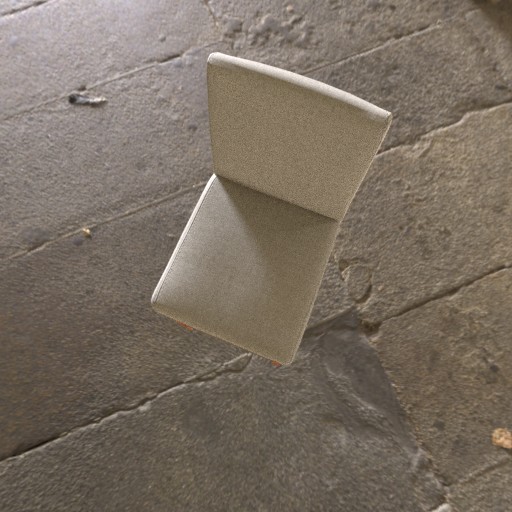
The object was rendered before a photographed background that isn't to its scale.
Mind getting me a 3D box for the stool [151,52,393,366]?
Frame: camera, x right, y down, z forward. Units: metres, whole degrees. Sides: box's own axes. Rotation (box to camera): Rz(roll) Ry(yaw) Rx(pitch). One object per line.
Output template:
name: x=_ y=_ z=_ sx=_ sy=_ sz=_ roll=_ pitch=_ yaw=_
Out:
stool: x=0.000 y=0.000 z=1.411 sx=0.439 sy=1.088 sz=0.570 roll=21 pitch=76 yaw=5
